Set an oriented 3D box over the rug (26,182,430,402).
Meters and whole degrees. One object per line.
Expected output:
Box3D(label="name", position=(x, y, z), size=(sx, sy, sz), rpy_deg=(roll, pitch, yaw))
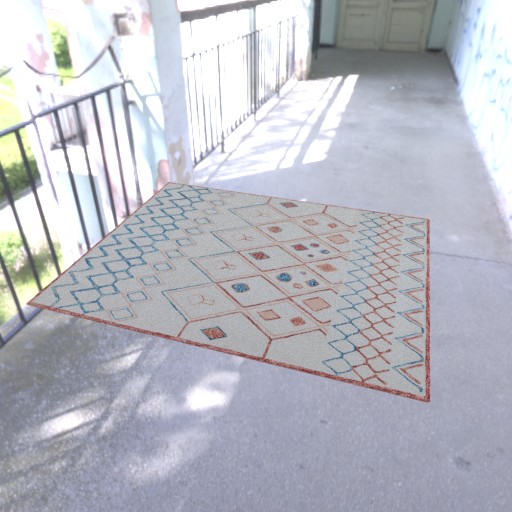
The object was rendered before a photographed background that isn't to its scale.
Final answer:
Box3D(label="rug", position=(0.000, 0.000, 4.089), size=(3.050, 0.016, 2.441), rpy_deg=(10, 35, 15))
